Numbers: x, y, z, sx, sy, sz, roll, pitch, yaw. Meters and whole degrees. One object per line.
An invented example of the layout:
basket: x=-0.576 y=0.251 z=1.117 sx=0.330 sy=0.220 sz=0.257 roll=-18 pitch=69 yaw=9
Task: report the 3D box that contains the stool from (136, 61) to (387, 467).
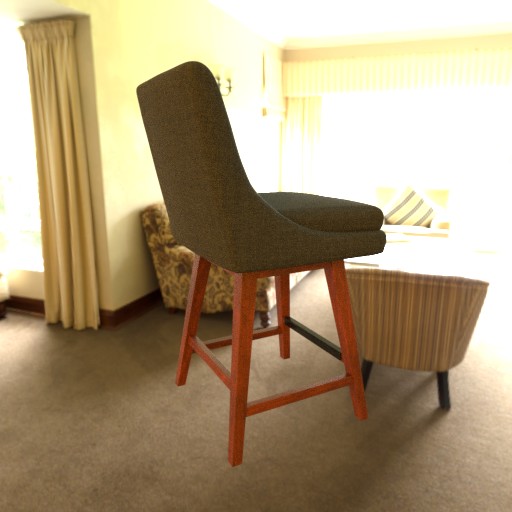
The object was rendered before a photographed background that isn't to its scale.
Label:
stool: x=0.000 y=0.000 z=1.203 sx=0.524 sy=0.895 sz=0.467 roll=-7 pitch=16 yaw=-27
